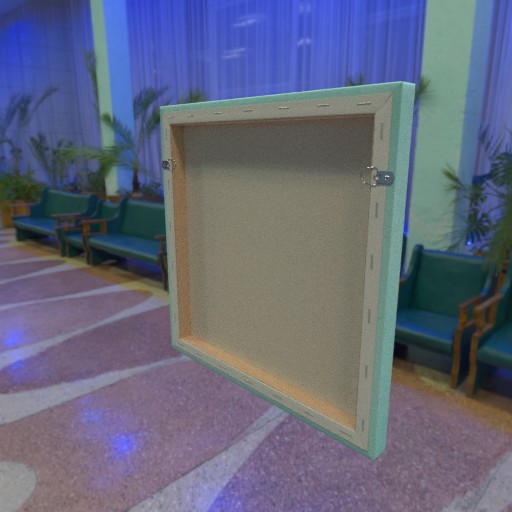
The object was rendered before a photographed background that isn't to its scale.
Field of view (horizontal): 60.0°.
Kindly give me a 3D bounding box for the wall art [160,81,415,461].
[{"bbox_3d":[0.000,0.000,1.133,0.054,0.766,0.765,-14,20,-43],"label":"wall art"}]
